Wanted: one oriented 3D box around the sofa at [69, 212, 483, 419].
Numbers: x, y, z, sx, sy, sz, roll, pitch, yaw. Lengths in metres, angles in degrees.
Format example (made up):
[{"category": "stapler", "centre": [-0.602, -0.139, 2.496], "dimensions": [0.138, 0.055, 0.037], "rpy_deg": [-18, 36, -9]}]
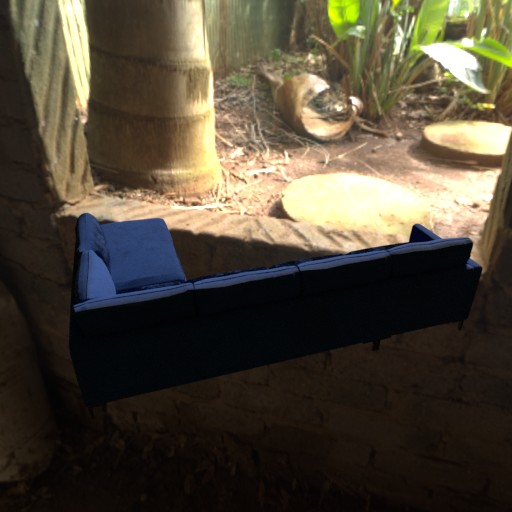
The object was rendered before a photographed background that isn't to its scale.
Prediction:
[{"category": "sofa", "centre": [0.000, 0.000, 3.216], "dimensions": [2.486, 0.687, 1.707], "rpy_deg": [-9, 31, -16]}]
